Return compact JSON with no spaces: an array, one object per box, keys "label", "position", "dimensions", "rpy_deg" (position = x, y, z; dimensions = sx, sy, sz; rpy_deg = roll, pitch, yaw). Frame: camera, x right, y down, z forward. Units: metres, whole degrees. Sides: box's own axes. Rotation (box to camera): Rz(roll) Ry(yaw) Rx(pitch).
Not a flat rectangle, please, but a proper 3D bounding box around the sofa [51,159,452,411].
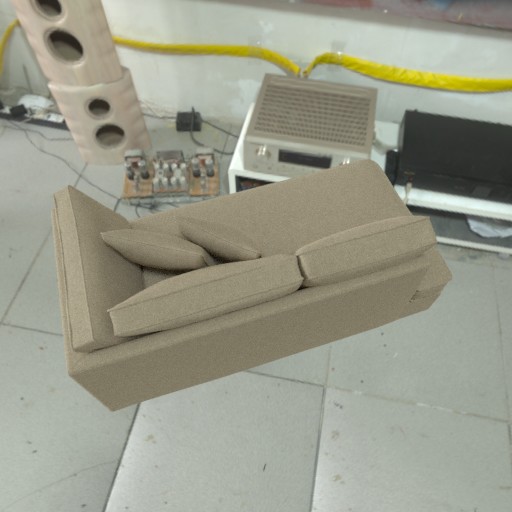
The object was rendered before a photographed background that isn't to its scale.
[{"label":"sofa","position":[0.000,0.000,2.804],"dimensions":[2.237,1.033,1.110],"rpy_deg":[-16,59,-10]}]
